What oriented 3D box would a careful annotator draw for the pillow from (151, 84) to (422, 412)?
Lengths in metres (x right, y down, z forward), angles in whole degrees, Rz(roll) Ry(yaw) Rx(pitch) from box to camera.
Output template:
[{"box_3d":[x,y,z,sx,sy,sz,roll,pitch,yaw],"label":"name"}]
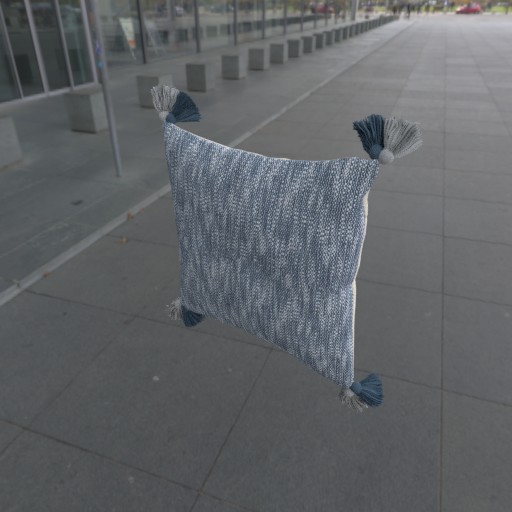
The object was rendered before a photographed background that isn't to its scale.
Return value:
[{"box_3d":[0.000,0.000,0.922,0.614,0.634,0.138,19,35,30],"label":"pillow"}]
